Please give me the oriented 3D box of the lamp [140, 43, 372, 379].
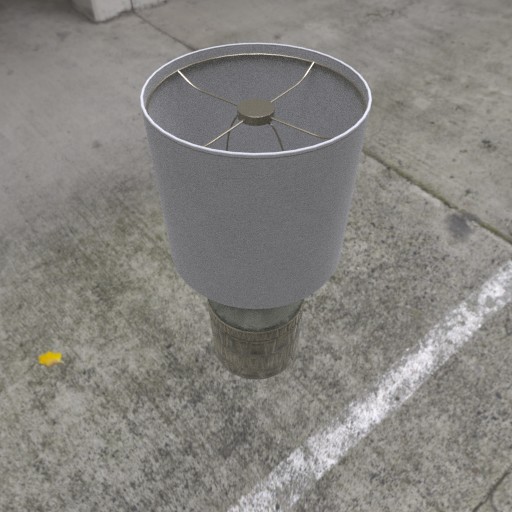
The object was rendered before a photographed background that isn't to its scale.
[{"bbox_3d":[0.000,0.000,0.577,0.211,0.455,0.211,-31,54,-25],"label":"lamp"}]
